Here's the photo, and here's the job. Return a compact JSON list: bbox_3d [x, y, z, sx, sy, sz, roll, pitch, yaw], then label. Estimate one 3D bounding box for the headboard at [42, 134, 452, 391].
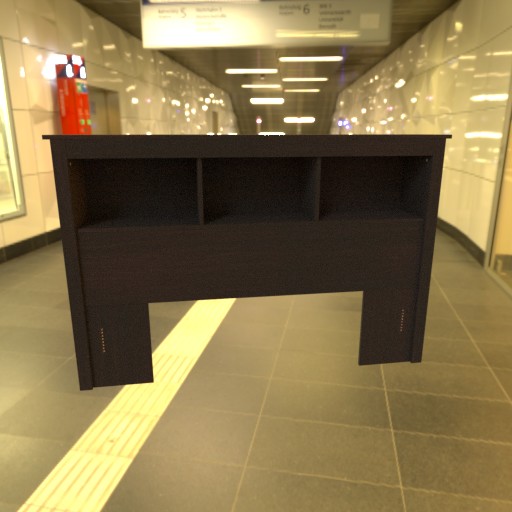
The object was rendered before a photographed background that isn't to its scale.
[{"bbox_3d":[0.000,0.000,2.067,1.671,1.092,0.279,-2,16,-9],"label":"headboard"}]
